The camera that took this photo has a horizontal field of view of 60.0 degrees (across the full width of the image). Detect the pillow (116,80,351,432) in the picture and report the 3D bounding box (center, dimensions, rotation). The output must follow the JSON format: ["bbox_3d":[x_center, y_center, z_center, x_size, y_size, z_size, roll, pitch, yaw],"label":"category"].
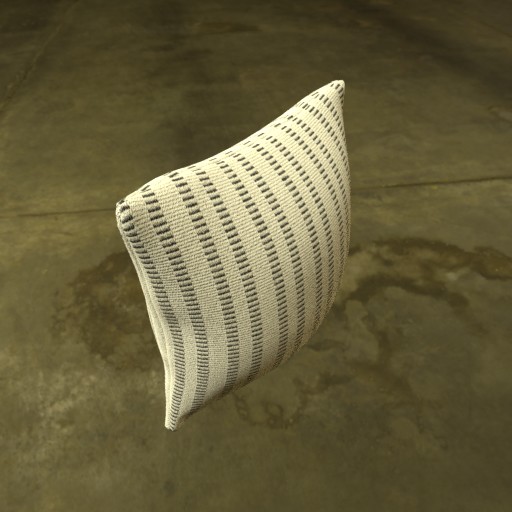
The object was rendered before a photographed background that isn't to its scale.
[{"bbox_3d":[0.000,0.000,0.679,0.247,0.419,0.438,26,46,27],"label":"pillow"}]
